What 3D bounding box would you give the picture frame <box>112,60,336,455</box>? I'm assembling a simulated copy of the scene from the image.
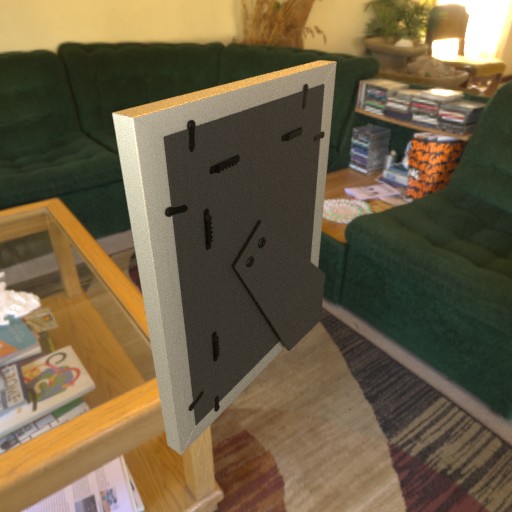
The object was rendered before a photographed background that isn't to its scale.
[{"bbox_3d":[0.000,0.000,0.520,0.036,0.386,0.307,21,38,30],"label":"picture frame"}]
